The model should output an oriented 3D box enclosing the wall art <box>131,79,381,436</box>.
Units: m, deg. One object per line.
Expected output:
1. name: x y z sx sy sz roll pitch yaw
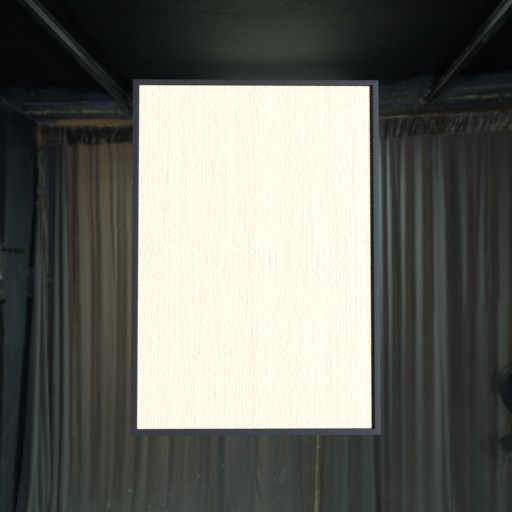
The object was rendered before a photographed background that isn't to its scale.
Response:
1. wall art: 0.000 0.000 0.825 0.457 0.657 0.013 0 -1 -1
